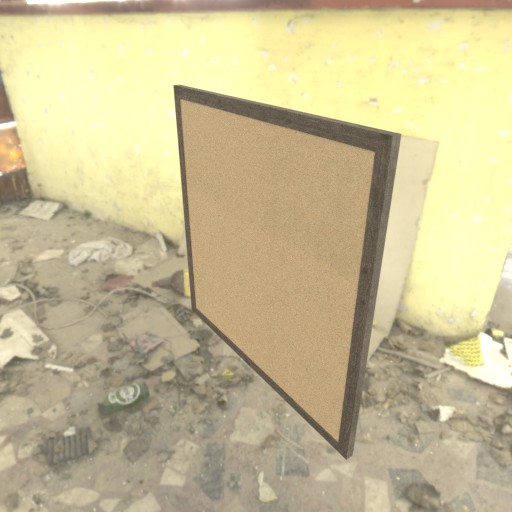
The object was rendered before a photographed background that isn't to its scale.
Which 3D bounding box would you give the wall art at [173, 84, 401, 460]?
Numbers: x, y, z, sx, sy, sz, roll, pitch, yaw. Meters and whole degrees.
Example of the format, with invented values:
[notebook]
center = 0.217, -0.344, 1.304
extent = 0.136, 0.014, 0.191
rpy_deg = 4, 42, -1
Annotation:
[wall art]
center = 0.000, 0.000, 0.691
extent = 0.013, 0.457, 0.457
rpy_deg = -19, 33, -31
